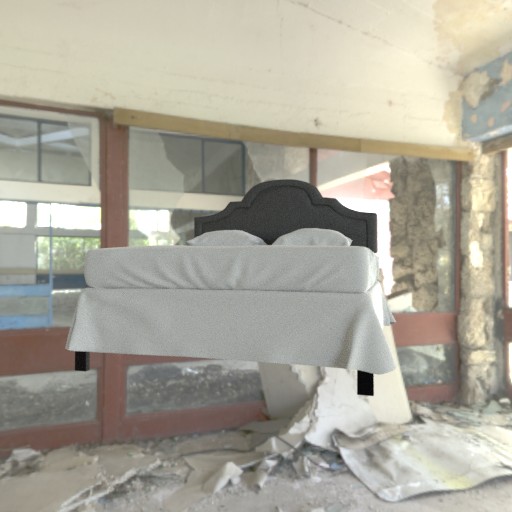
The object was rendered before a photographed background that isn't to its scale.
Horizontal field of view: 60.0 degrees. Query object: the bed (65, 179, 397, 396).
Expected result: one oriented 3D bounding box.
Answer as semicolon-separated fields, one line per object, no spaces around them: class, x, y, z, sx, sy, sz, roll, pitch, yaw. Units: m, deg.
bed;0.000;0.000;3.785;2.303;1.631;2.222;0;-1;17
